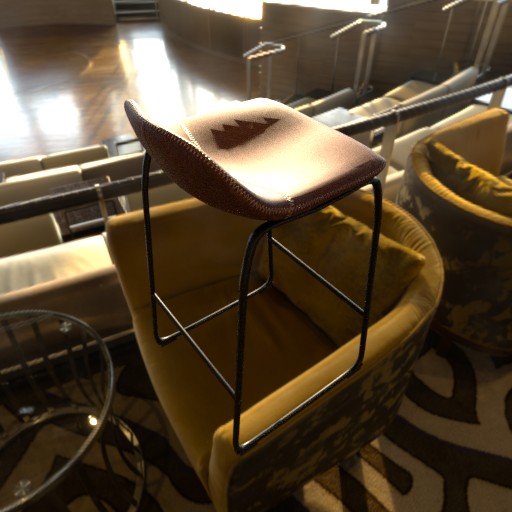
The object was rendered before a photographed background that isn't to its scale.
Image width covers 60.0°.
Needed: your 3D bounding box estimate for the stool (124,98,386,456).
[{"bbox_3d":[0.000,0.000,1.109,0.473,0.830,0.454,-26,47,-27],"label":"stool"}]
